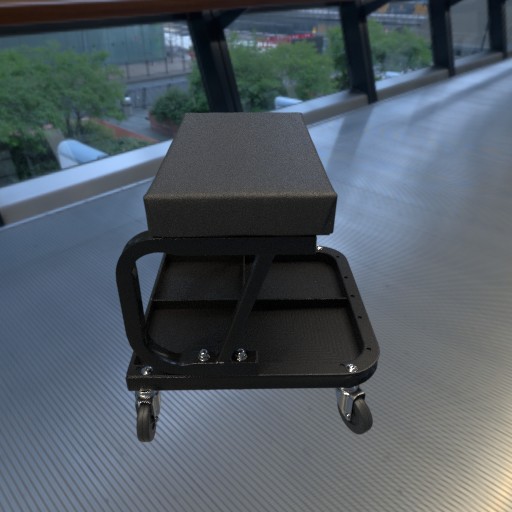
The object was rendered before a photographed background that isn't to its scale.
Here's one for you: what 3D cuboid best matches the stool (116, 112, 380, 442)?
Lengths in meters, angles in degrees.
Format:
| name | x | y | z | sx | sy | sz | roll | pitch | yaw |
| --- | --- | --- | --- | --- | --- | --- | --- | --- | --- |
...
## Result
| name | x | y | z | sx | sy | sz | roll | pitch | yaw |
| --- | --- | --- | --- | --- | --- | --- | --- | --- | --- |
| stool | 0.000 | 0.000 | 0.729 | 0.371 | 0.380 | 0.446 | -1 | 31 | -1 |
